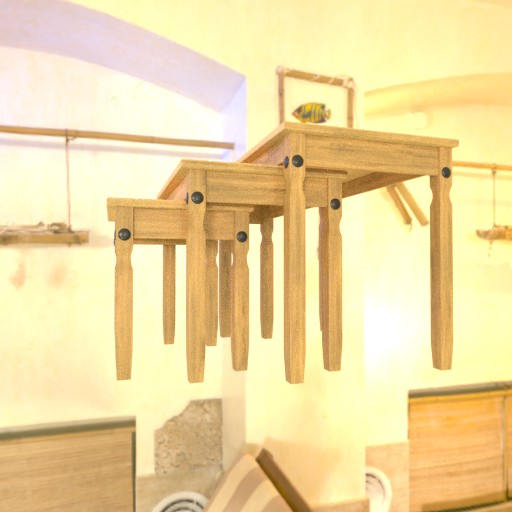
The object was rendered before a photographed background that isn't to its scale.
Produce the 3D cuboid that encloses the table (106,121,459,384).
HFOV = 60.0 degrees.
[{"bbox_3d":[0.000,0.000,1.215,0.773,0.535,0.660,0,-1,-18],"label":"table"}]
